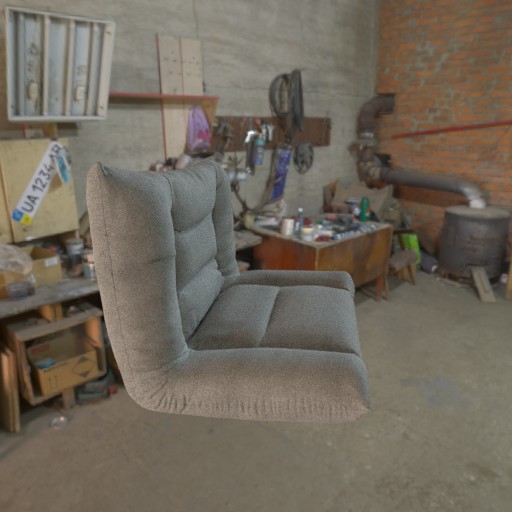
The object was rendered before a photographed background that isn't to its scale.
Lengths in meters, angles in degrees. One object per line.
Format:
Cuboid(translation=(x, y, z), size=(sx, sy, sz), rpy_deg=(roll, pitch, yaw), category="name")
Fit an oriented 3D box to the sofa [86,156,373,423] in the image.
Cuboid(translation=(0.000, 0.000, 1.750), size=(0.847, 0.795, 1.144), rpy_deg=(2, 16, 9), category="sofa")
